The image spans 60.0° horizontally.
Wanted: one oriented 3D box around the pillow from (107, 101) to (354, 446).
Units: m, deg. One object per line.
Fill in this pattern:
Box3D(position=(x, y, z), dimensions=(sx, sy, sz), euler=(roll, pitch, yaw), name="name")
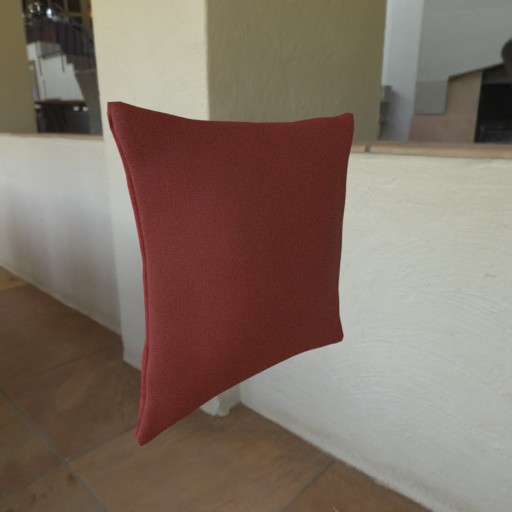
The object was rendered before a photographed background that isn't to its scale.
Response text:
Box3D(position=(0.000, 0.000, 0.655), dimensions=(0.435, 0.416, 0.151), euler=(-15, 21, -41), name="pillow")
